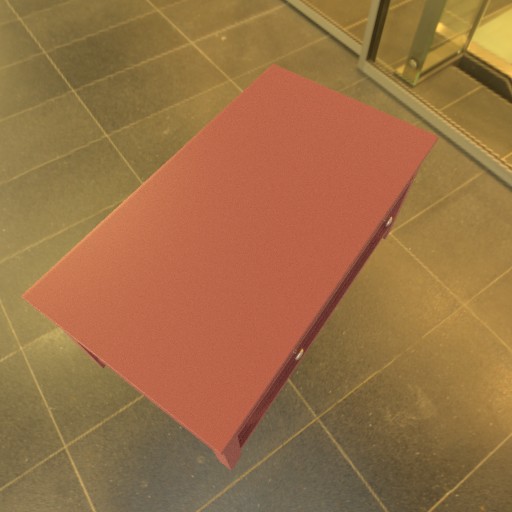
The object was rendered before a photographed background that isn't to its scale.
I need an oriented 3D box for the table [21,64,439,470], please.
[{"bbox_3d":[0.000,0.000,1.396,0.612,0.493,1.068,31,64,17],"label":"table"}]
